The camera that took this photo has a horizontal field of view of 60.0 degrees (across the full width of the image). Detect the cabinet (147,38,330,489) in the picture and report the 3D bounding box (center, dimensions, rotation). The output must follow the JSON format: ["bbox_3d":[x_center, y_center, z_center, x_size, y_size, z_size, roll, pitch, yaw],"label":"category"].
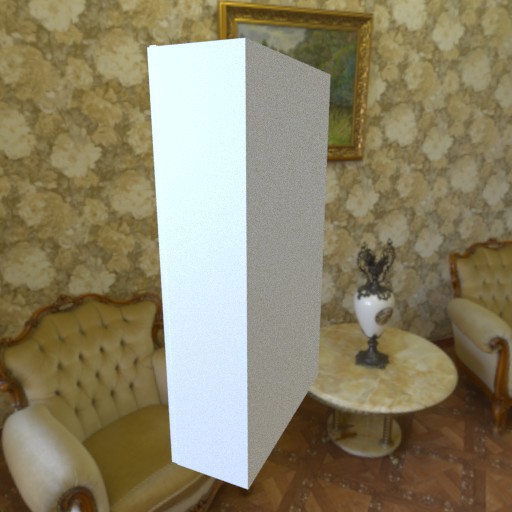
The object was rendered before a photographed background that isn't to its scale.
[{"bbox_3d":[0.000,0.000,2.669,0.480,2.160,1.250,7,17,24],"label":"cabinet"}]
